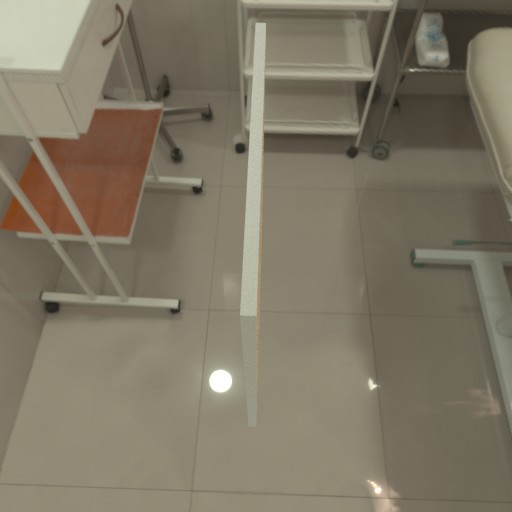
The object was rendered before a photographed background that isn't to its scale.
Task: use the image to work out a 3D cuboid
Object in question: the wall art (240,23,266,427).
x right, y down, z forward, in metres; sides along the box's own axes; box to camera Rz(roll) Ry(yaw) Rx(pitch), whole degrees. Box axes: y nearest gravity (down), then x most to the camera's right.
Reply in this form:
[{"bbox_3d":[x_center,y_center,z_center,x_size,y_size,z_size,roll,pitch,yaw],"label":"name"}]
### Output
[{"bbox_3d":[0.000,0.000,0.632,0.013,0.456,0.382,2,59,1],"label":"wall art"}]
